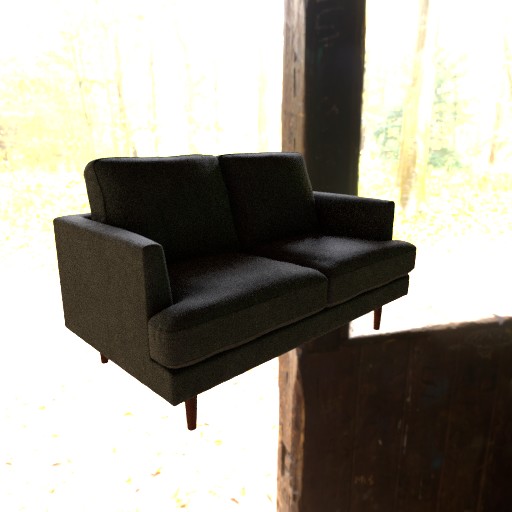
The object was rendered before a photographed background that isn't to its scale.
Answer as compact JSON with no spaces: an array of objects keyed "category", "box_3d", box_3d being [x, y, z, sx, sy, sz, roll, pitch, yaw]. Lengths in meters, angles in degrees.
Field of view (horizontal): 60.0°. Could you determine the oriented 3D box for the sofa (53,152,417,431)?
[{"category":"sofa","box_3d":[0.000,0.000,2.138,1.582,0.956,0.903,-14,20,-42]}]
